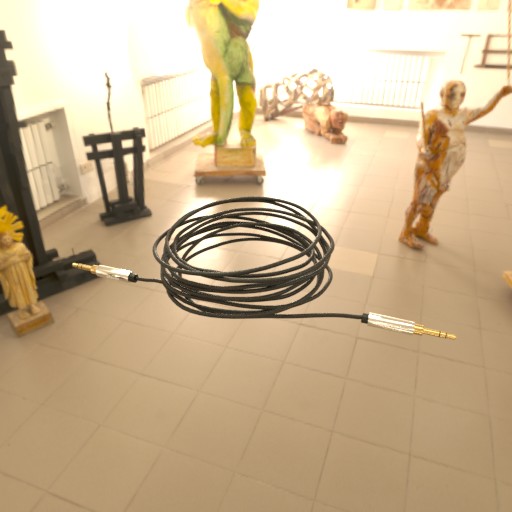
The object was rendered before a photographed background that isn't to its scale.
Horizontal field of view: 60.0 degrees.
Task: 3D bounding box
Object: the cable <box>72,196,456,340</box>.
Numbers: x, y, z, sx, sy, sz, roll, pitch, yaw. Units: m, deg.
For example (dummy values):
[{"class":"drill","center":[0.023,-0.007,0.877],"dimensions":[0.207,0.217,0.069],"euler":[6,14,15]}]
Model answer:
[{"class":"cable","center":[0.000,0.000,0.501],"dimensions":[0.432,0.069,0.198],"euler":[11,32,17]}]
